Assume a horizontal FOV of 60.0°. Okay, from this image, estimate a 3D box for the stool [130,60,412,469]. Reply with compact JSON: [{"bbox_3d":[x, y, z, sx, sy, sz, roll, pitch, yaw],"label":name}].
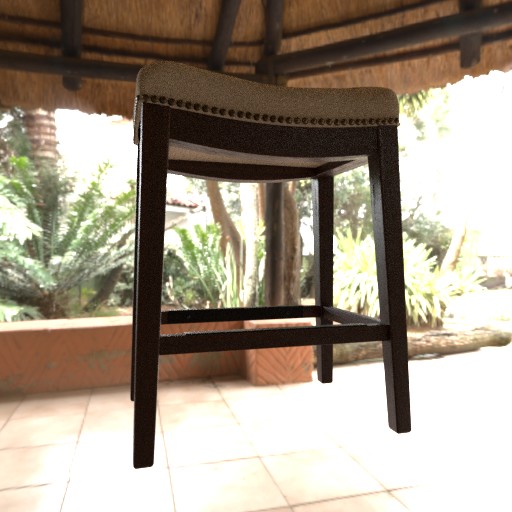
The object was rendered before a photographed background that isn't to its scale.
[{"bbox_3d":[0.000,0.000,0.937,0.509,0.669,0.363,0,1,-16],"label":"stool"}]
